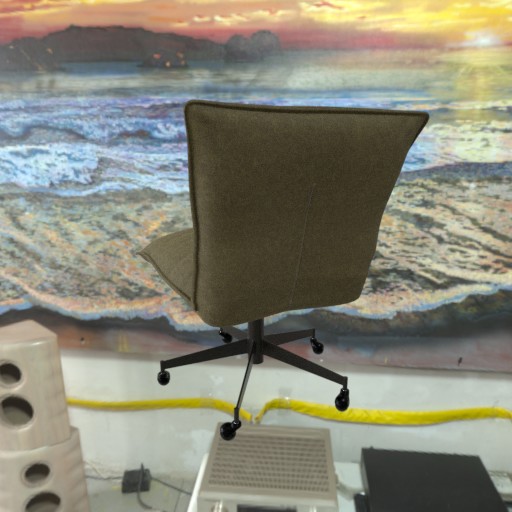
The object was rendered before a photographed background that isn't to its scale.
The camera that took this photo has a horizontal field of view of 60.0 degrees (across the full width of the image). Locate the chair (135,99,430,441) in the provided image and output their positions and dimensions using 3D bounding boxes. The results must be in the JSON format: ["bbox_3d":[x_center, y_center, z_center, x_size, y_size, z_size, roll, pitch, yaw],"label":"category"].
[{"bbox_3d":[0.000,0.000,1.309,0.597,0.811,0.696,-7,17,-24],"label":"chair"}]
